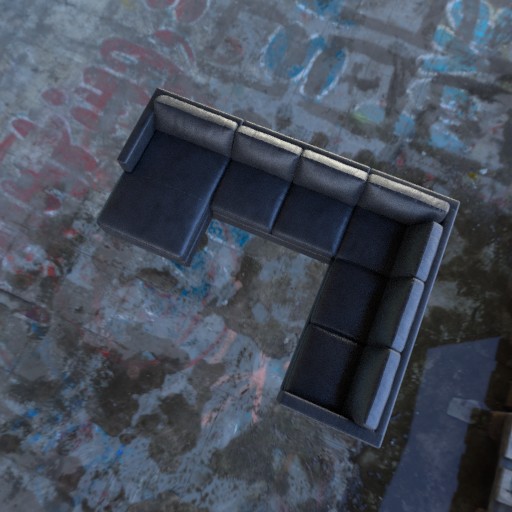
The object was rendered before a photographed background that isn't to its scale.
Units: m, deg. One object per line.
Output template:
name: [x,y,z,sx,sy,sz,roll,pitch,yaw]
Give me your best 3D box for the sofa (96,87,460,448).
sofa: [0.000,0.000,4.495,3.324,0.891,2.452,22,76,6]
